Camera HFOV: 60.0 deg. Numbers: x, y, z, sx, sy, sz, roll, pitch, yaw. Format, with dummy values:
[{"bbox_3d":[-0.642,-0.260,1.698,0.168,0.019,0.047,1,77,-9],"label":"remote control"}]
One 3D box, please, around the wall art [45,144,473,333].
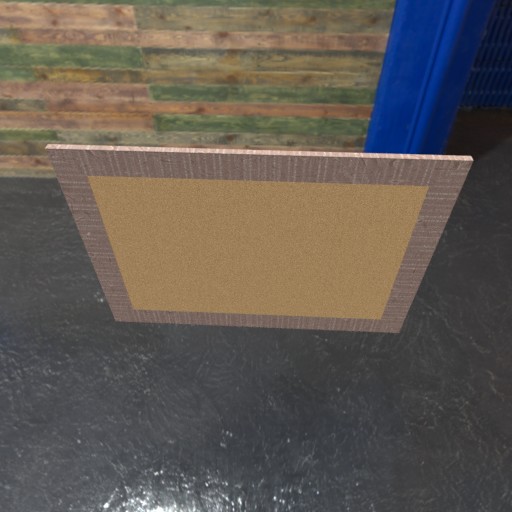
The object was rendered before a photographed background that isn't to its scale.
[{"bbox_3d":[0.000,0.000,1.376,1.056,0.761,0.020,2,47,2],"label":"wall art"}]
